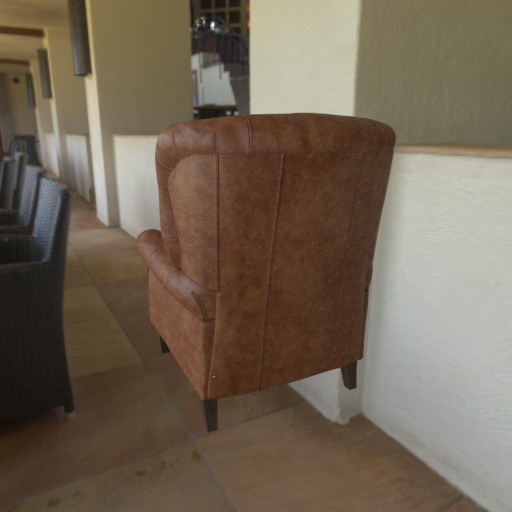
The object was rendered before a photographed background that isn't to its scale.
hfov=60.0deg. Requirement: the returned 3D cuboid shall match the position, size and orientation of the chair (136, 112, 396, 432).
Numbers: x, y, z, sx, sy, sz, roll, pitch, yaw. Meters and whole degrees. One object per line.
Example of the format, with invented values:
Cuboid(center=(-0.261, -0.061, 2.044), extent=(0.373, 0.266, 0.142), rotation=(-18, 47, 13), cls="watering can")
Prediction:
Cuboid(center=(0.000, 0.000, 1.938), extent=(0.951, 1.164, 1.059), rotation=(-7, 17, -25), cls="chair")
